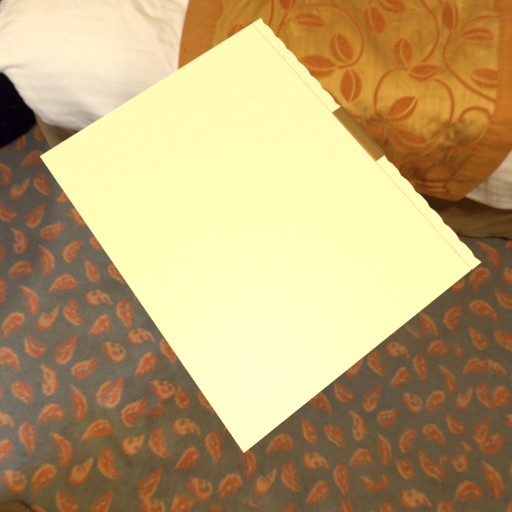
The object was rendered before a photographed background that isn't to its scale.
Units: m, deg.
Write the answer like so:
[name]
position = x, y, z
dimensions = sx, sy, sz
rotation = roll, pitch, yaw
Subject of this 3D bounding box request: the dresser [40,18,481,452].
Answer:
[dresser]
position = 0.000, 0.000, 0.904
dimensions = 0.414, 0.568, 0.503
rotation = -36, 78, -9
